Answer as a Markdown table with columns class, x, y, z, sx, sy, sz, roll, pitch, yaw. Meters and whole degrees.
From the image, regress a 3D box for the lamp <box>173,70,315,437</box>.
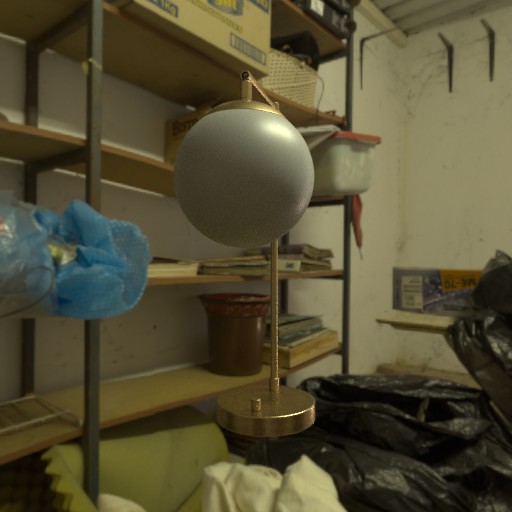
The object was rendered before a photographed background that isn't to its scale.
| class | x | y | z | sx | sy | sz | roll | pitch | yaw |
| --- | --- | --- | --- | --- | --- | --- | --- | --- | --- |
| lamp | 0.000 | 0.000 | 0.714 | 0.207 | 0.559 | 0.324 | 0 | 0 | 18 |
